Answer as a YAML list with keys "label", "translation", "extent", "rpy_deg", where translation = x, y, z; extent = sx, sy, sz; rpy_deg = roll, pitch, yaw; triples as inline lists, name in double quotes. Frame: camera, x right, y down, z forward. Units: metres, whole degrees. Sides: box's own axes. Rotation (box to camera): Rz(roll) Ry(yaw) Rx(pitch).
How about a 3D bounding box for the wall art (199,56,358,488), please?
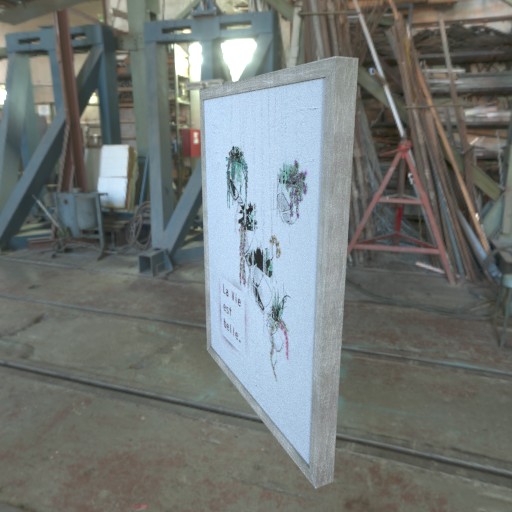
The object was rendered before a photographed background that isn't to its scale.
- label: "wall art"
  translation: [0.000, 0.000, 0.698]
  extent: [0.032, 0.521, 0.421]
  rpy_deg: [-7, 17, -25]
